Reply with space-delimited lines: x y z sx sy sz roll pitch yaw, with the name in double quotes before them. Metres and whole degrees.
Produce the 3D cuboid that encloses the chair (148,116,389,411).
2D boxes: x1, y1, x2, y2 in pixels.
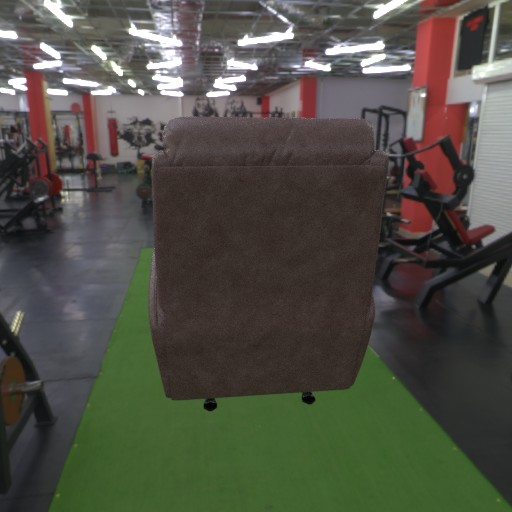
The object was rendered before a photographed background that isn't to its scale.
"chair" 0.000 0.000 1.832 0.865 1.067 1.067 -2 15 -6
